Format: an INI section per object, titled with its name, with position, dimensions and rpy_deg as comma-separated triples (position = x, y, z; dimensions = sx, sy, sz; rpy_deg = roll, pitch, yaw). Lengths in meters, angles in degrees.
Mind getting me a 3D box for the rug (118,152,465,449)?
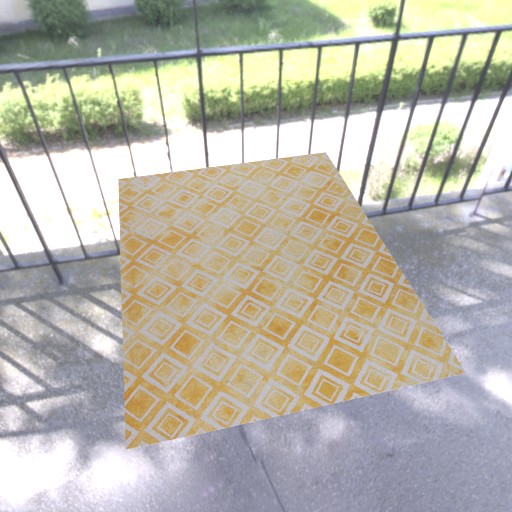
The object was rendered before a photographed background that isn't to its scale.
[rug]
position = 0.000, 0.000, 4.074
dimensions = 2.433, 0.011, 3.037
rpy_deg = -9, 46, -9
